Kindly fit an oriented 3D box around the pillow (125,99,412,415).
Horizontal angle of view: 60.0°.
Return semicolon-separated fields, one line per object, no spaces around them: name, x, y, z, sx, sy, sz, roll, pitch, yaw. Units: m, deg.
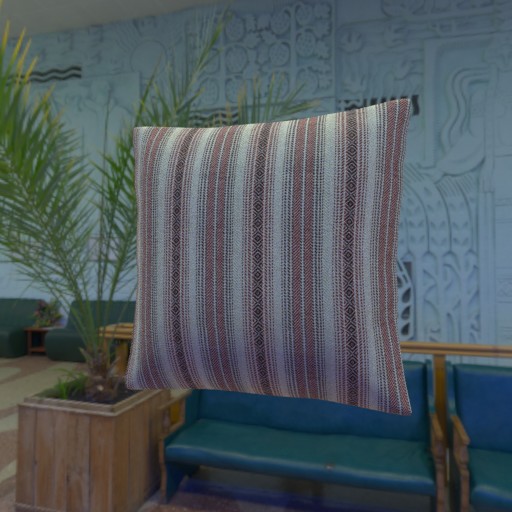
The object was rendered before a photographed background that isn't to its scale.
pillow;0.000;0.000;0.770;0.513;0.497;0.166;0;-1;17
